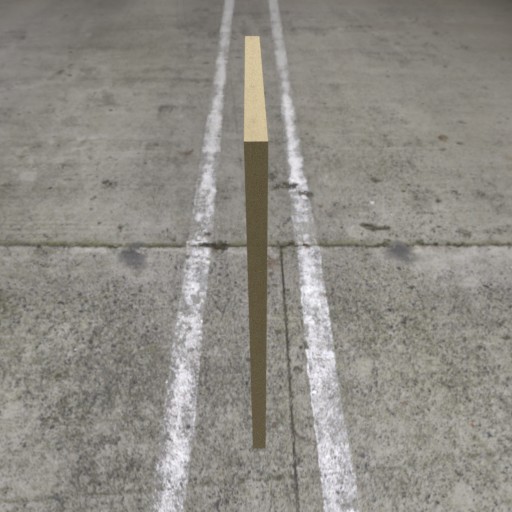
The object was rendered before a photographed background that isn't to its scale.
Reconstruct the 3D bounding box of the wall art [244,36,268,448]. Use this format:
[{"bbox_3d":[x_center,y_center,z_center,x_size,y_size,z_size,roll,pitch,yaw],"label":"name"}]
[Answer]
[{"bbox_3d":[0.000,0.000,1.020,0.039,0.810,0.510,-1,40,-1],"label":"wall art"}]
